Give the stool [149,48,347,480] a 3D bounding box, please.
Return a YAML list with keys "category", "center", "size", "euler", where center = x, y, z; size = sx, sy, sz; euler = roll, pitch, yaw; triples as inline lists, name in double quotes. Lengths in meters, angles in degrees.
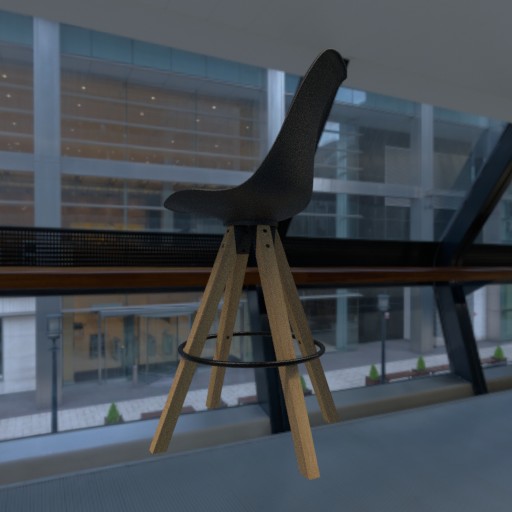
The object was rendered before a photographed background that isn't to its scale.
- category: "stool"
  center: [0.000, 0.000, 1.370]
  size: [0.550, 1.115, 0.485]
  euler: [0, 1, 18]
